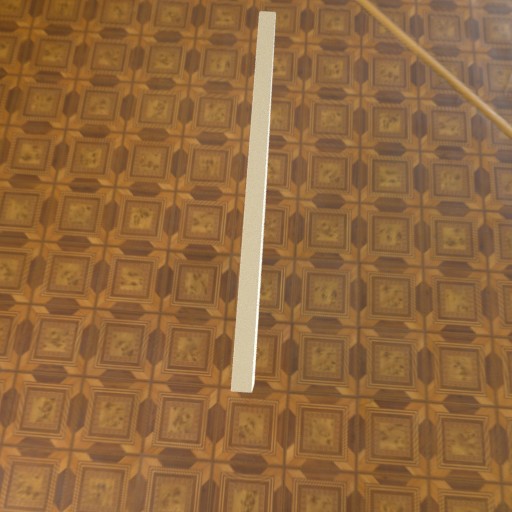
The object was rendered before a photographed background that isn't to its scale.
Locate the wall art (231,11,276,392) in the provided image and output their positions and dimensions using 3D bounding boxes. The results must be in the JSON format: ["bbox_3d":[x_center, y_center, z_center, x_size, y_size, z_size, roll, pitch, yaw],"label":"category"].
[{"bbox_3d":[0.000,0.000,0.590,0.015,0.477,0.332,4,75,1],"label":"wall art"}]
